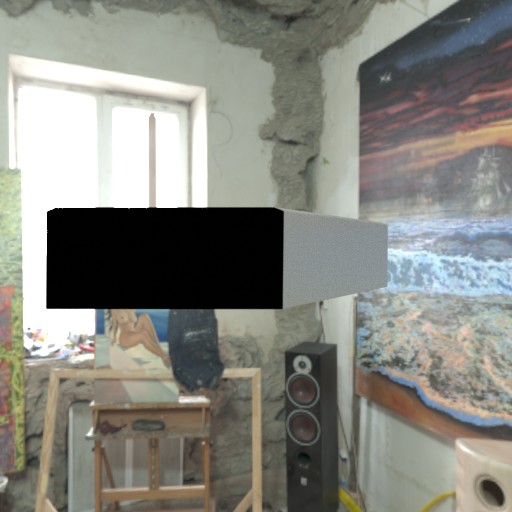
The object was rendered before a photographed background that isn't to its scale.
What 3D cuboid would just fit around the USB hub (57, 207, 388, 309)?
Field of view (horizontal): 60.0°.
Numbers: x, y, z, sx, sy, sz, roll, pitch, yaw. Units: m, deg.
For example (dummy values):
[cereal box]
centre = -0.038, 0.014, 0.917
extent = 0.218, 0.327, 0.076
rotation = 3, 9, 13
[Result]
[USB hub]
centre = 0.000, 0.000, 0.130
extent = 0.044, 0.023, 0.110
rotation = 1, 1, 35
